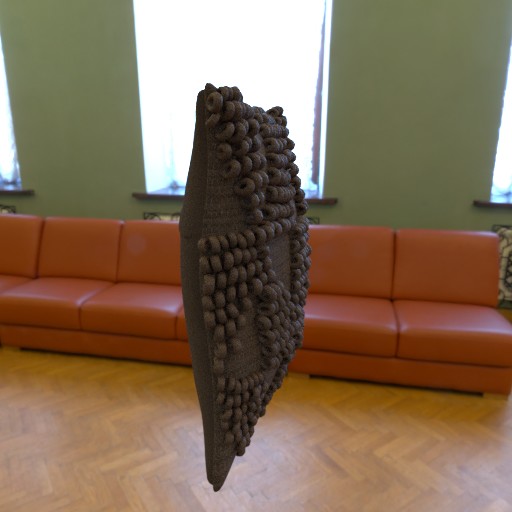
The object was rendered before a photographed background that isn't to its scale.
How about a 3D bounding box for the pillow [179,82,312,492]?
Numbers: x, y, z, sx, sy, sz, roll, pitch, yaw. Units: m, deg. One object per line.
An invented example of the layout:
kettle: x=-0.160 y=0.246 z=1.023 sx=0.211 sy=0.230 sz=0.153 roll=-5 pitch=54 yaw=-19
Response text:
pillow: x=0.000 y=0.000 z=0.692 sx=0.172 sy=0.467 sz=0.470 roll=3 pitch=16 yaw=9
